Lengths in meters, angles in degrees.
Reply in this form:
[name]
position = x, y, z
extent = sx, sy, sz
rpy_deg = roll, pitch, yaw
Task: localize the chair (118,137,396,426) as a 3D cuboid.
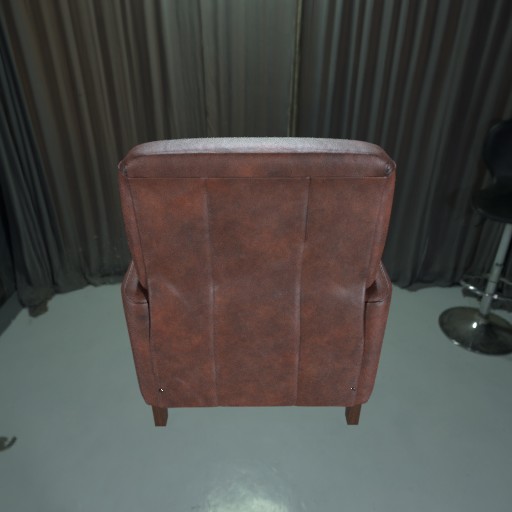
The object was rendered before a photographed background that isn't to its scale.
[chair]
position = 0.000, 0.000, 1.648
extent = 0.843, 1.043, 0.836
rpy_deg = 0, 29, 0
